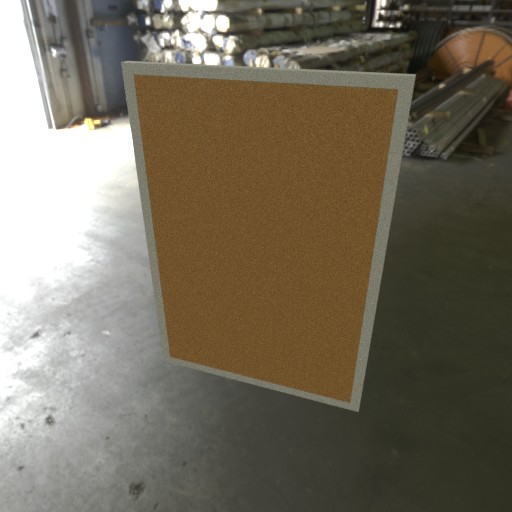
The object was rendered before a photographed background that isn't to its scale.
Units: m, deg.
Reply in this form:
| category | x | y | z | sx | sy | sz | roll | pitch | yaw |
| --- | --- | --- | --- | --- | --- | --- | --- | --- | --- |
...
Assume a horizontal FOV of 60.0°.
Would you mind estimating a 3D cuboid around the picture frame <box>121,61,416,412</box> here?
| category | x | y | z | sx | sy | sz | roll | pitch | yaw |
| --- | --- | --- | --- | --- | --- | --- | --- | --- | --- |
| picture frame | 0.000 | 0.000 | 0.551 | 0.305 | 0.434 | 0.013 | 10 | 32 | 16 |
